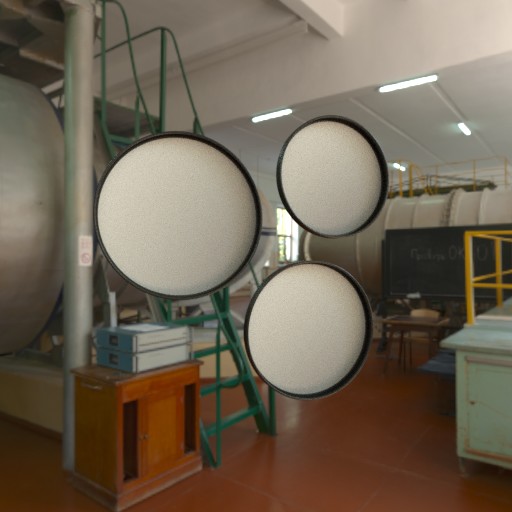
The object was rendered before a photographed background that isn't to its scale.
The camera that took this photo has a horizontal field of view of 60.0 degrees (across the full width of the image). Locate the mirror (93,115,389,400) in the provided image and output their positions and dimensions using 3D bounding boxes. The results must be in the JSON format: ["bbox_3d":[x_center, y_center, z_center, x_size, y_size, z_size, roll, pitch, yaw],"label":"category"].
[{"bbox_3d":[0.000,0.000,3.130,2.160,2.096,0.076,0,0,-18],"label":"mirror"}]
